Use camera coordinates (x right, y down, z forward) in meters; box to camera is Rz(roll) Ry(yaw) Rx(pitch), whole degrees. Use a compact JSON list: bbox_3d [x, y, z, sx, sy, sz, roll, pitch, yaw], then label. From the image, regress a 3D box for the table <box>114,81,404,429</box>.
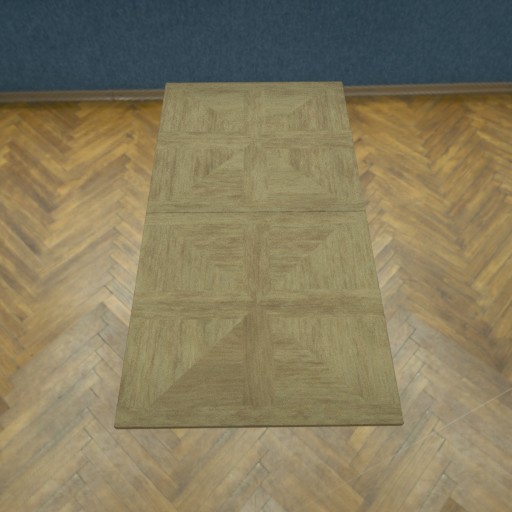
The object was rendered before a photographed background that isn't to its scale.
[{"bbox_3d":[0.000,0.000,2.375,1.016,0.768,1.881,-1,58,0],"label":"table"}]
